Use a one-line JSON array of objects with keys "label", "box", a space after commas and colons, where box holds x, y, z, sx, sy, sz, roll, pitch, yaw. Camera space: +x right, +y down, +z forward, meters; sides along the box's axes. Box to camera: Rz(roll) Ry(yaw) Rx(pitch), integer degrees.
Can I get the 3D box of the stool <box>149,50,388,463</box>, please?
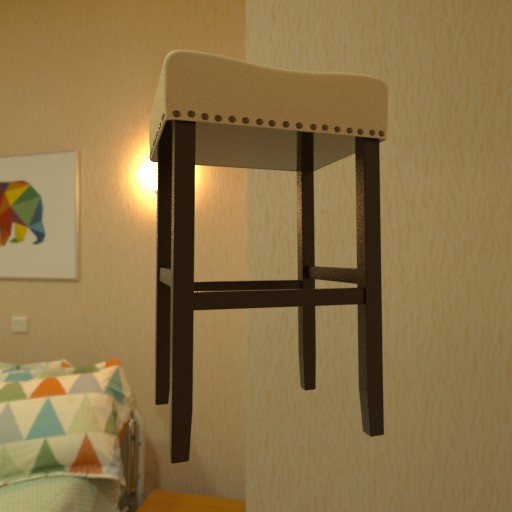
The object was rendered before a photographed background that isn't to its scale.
[{"label": "stool", "box": [0.000, 0.000, 1.051, 0.471, 0.762, 0.401, 0, 0, -18]}]
